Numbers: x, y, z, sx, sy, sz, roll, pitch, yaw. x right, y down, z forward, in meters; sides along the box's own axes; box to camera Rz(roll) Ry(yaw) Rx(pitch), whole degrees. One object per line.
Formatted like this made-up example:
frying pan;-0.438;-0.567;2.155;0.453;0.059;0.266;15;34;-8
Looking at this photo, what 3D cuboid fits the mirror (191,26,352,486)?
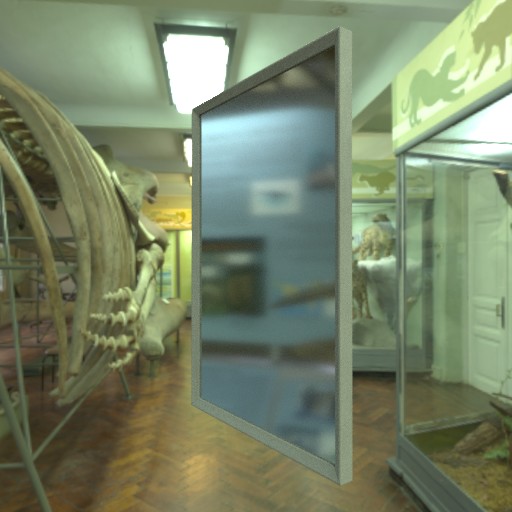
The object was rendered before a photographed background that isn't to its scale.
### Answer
mirror;0.000;0.000;1.136;0.041;0.915;0.609;0;0;-37
